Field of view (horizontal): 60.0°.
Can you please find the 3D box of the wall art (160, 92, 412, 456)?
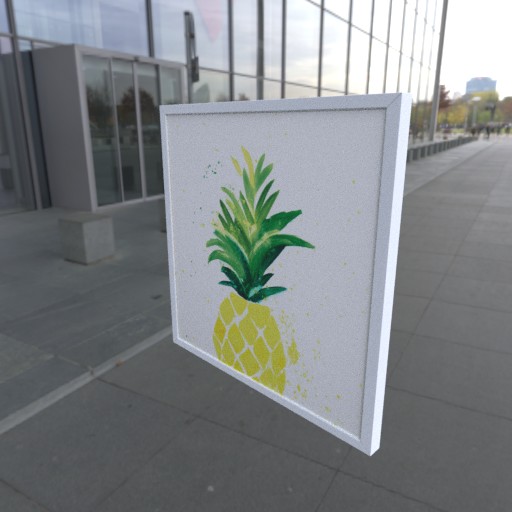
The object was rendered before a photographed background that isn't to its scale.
[{"bbox_3d":[0.000,0.000,1.152,0.038,0.761,0.763,-16,22,-42],"label":"wall art"}]
